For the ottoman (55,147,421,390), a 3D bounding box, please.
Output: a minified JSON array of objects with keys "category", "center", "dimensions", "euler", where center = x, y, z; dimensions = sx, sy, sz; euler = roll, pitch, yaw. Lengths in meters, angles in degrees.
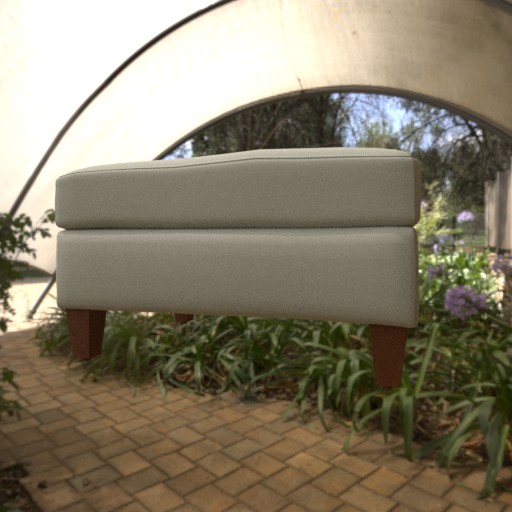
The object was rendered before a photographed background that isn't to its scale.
[{"category":"ottoman","center":[0.000,0.000,1.201],"dimensions":[0.818,0.496,0.634],"euler":[0,2,18]}]
